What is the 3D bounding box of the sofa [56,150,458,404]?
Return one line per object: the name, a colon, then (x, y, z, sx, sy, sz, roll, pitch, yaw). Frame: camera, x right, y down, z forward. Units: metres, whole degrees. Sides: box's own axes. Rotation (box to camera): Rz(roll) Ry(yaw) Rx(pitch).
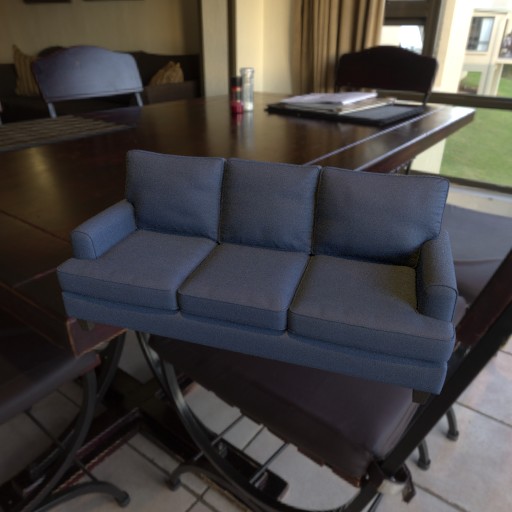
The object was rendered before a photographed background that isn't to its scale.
sofa: (0.000, 0.000, 2.618, 2.158, 0.965, 0.951, 8, 29, 16)
